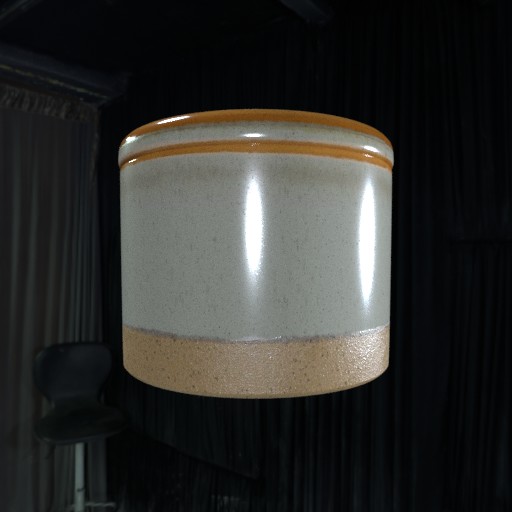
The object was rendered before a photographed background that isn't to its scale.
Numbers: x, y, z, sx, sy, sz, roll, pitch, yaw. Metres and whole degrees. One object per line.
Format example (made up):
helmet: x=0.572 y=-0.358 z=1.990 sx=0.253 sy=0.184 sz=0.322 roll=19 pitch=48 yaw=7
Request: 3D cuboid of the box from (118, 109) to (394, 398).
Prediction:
box: x=0.000 y=0.000 z=0.207 sx=0.123 sy=0.100 sz=0.123 roll=0 pitch=0 yaw=0
